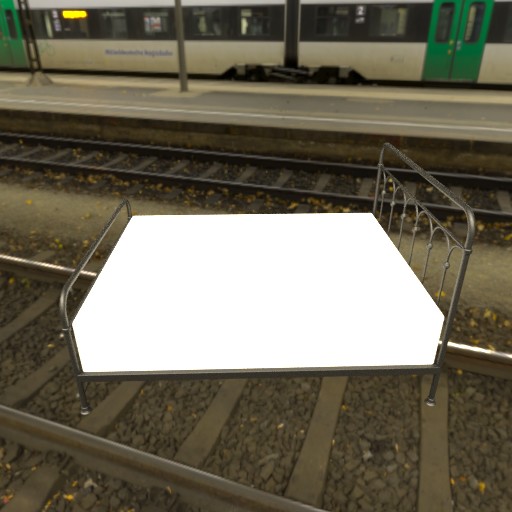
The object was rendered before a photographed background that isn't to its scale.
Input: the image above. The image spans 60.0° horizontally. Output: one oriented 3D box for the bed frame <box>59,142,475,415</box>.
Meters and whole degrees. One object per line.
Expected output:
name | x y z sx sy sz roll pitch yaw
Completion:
bed frame | 0.000 0.000 3.163 2.203 1.276 1.664 -1 27 -2
